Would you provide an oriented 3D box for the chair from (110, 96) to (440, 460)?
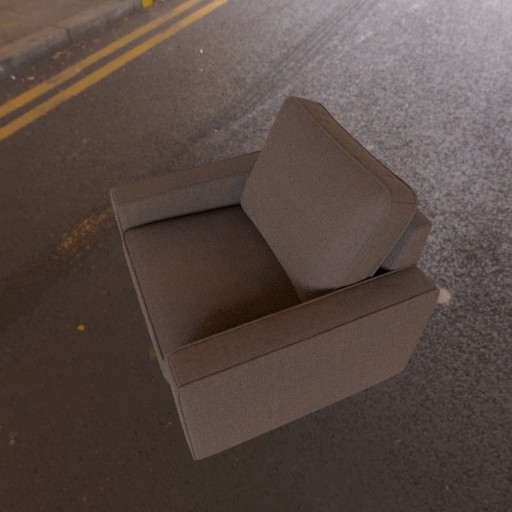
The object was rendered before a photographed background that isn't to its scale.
[{"bbox_3d":[0.000,0.000,1.733,0.940,0.919,1.017,-17,49,-16],"label":"chair"}]
